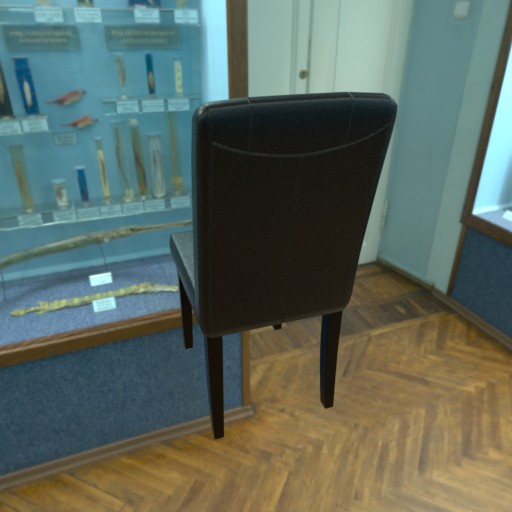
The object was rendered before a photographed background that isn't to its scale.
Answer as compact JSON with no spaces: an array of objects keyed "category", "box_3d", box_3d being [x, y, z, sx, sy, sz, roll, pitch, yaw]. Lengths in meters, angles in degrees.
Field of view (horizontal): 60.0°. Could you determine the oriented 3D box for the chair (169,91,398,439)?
[{"category":"chair","box_3d":[0.000,0.000,1.212,0.399,0.897,0.556,-9,28,-17]}]
